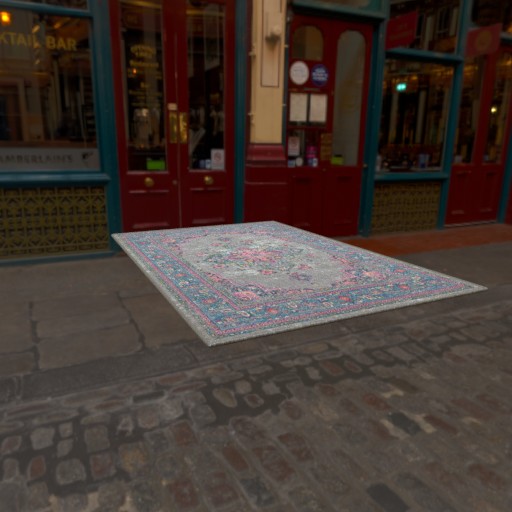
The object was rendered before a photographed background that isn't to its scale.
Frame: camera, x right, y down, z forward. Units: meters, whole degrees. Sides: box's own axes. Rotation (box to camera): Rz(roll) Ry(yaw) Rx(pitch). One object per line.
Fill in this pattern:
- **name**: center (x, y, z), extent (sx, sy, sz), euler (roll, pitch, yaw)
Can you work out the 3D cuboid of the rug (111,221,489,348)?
- **rug**: center (0.000, 0.000, 2.217), extent (1.144, 0.014, 1.748), euler (-7, 15, -25)
